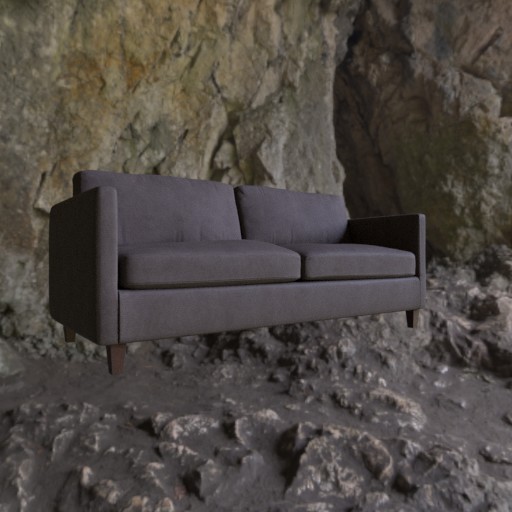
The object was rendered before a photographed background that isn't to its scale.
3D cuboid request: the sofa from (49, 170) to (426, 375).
[{"bbox_3d":[0.000,0.000,2.734,2.208,0.965,0.951,0,0,-35],"label":"sofa"}]
